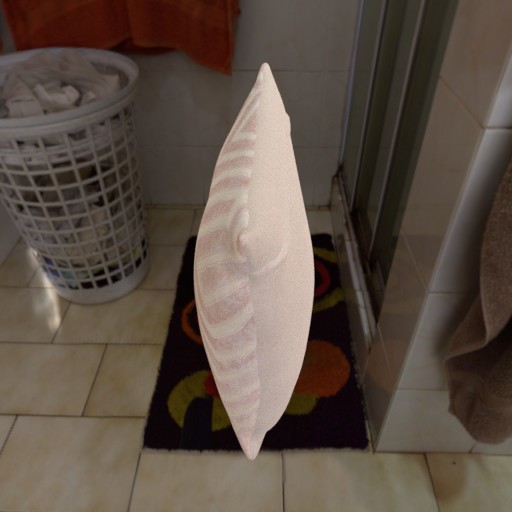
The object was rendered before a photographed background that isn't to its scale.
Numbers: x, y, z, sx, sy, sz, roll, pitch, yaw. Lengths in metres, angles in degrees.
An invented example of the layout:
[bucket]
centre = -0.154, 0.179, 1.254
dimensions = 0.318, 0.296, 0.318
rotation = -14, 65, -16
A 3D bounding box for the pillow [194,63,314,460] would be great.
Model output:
[pillow]
centre = 0.000, 0.000, 0.681
dimensions = 0.182, 0.441, 0.440
rotation = 2, 42, 3
